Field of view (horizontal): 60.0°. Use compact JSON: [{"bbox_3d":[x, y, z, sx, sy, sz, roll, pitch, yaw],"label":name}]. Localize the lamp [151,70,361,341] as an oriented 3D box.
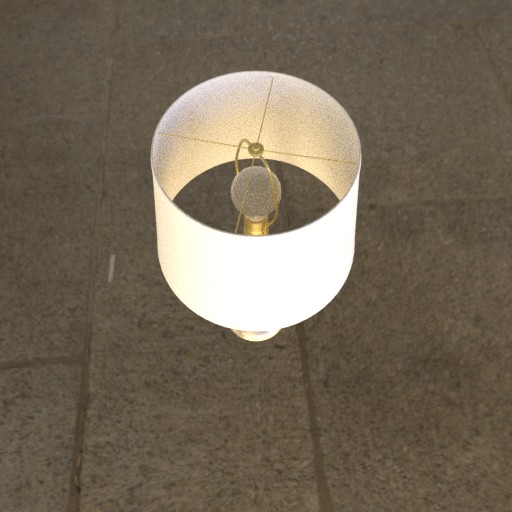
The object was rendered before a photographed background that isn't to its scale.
[{"bbox_3d":[0.000,0.000,0.811,0.328,0.612,0.328,0,64,0],"label":"lamp"}]
